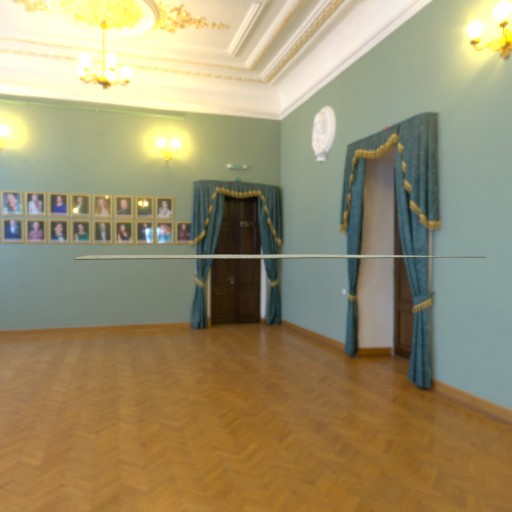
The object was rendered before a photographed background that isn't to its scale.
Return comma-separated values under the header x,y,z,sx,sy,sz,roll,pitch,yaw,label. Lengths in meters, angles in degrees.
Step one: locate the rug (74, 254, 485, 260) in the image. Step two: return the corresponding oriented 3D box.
x,y,z,sx,sy,sz,roll,pitch,yaw,label
0.000,0.000,4.141,3.048,0.013,2.438,0,1,-19,rug
